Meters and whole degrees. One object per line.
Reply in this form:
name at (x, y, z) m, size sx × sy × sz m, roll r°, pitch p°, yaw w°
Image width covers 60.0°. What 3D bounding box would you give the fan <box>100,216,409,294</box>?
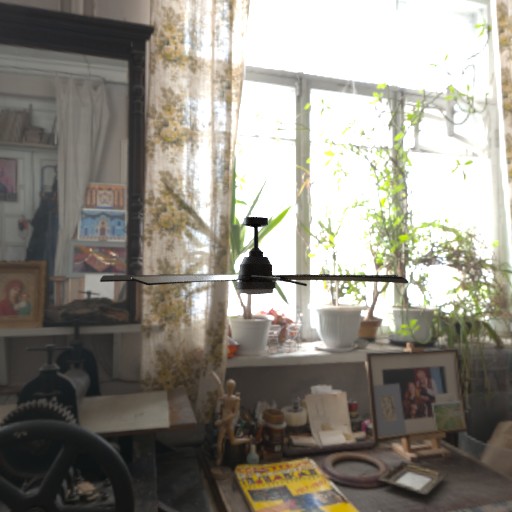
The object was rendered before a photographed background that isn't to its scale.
fan at (0.000, 0.000, 2.744) m, size 1.830 × 0.472 × 1.830 m, roll -1°, pitch -2°, yaw 35°
